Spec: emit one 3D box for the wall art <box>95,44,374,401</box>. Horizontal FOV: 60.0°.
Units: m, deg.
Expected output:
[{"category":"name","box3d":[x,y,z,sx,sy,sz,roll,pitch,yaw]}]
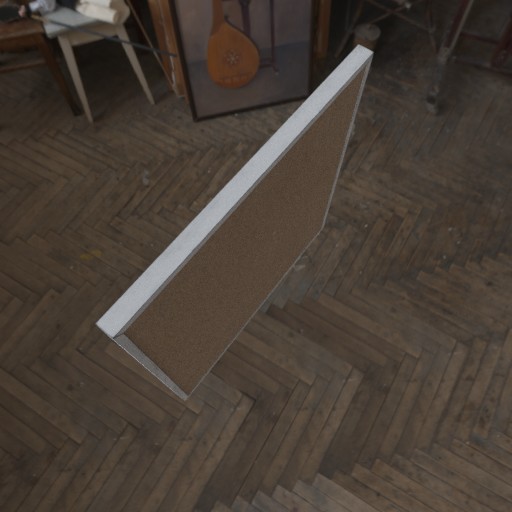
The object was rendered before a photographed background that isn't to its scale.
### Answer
[{"category":"wall art","box3d":[0.000,0.000,1.146,0.038,0.762,0.762,35,70,15]}]
